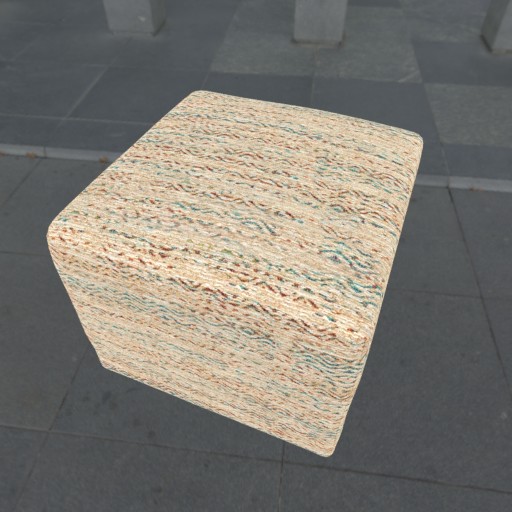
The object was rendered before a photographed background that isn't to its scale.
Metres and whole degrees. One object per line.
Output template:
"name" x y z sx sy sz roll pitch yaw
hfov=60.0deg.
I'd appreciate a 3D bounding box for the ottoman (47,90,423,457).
"ottoman" 0.000 0.000 0.899 0.512 0.453 0.521 16 48 15
